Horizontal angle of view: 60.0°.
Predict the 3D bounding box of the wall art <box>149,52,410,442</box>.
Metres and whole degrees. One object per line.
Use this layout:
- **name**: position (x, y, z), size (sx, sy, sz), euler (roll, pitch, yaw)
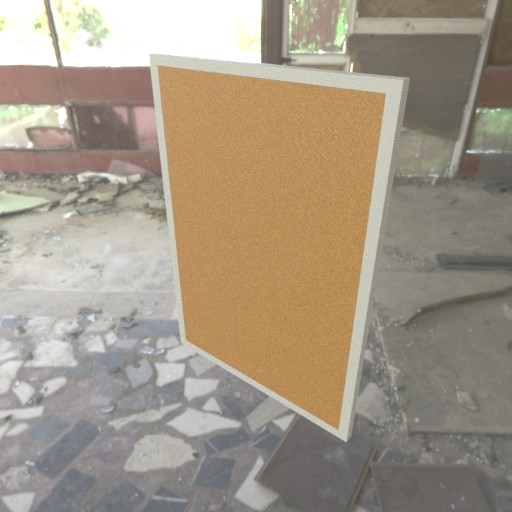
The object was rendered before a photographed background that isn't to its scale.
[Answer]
- **wall art**: position (0.000, 0.000, 0.539), size (0.303, 0.433, 0.013), euler (22, 37, 32)
